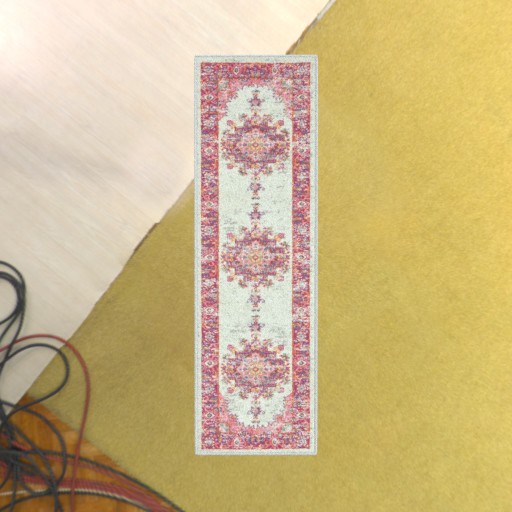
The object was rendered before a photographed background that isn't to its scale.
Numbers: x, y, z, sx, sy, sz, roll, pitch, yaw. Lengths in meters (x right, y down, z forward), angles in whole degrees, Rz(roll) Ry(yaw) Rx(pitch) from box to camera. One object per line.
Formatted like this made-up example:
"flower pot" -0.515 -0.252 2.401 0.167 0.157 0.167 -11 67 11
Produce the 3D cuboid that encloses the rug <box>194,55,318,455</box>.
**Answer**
"rug" 0.000 0.000 2.020 0.562 0.009 1.824 0 91 0
